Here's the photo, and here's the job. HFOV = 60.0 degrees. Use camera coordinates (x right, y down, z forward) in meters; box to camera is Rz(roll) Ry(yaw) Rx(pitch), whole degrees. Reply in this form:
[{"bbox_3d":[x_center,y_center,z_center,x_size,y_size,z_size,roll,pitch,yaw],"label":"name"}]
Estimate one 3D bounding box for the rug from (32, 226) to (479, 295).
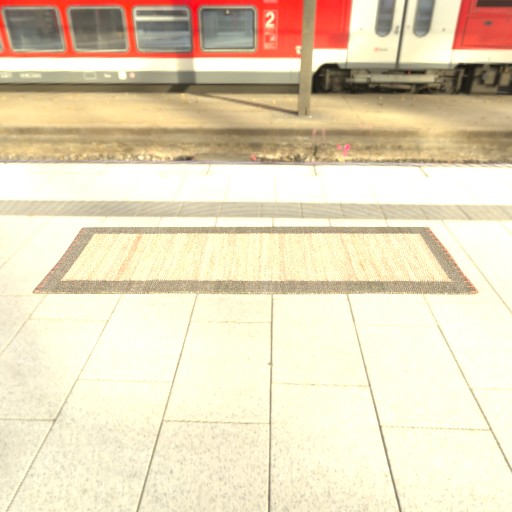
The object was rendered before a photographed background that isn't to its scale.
[{"bbox_3d":[0.000,0.000,2.735,2.413,0.016,0.810,0,30,0],"label":"rug"}]
